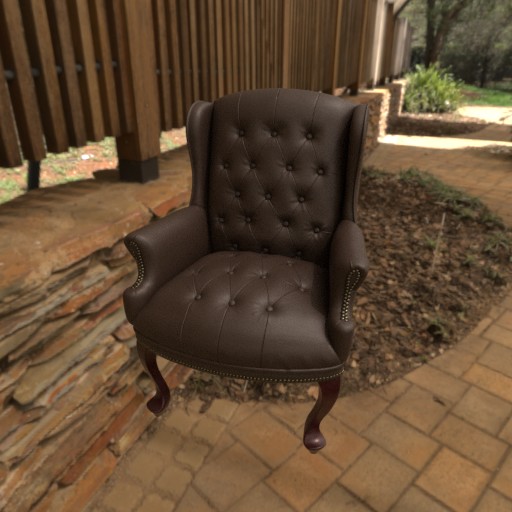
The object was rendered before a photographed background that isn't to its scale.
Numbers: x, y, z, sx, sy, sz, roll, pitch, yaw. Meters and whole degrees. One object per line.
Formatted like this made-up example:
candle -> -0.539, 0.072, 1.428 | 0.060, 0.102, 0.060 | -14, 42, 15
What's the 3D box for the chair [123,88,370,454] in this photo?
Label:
chair -> 0.000, 0.000, 1.652 | 0.829, 1.132, 0.819 | 7, 25, 15
